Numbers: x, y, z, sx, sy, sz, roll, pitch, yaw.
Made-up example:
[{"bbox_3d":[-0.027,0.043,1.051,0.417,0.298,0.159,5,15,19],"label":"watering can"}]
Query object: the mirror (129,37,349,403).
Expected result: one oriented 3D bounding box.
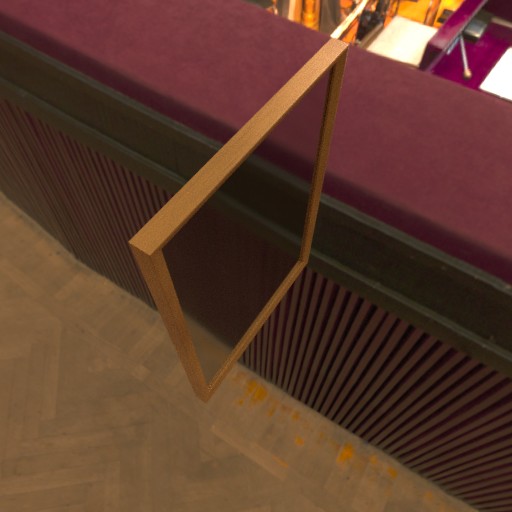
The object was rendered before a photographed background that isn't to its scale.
[{"bbox_3d":[0.000,0.000,0.942,0.039,0.710,0.507,30,63,17],"label":"mirror"}]
